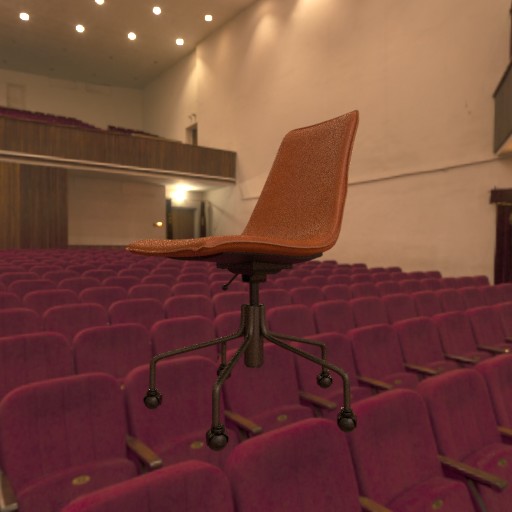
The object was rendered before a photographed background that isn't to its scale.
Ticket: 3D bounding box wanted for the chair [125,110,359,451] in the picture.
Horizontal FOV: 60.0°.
[{"bbox_3d":[0.000,0.000,1.351,0.660,0.920,0.651,0,1,-37],"label":"chair"}]
